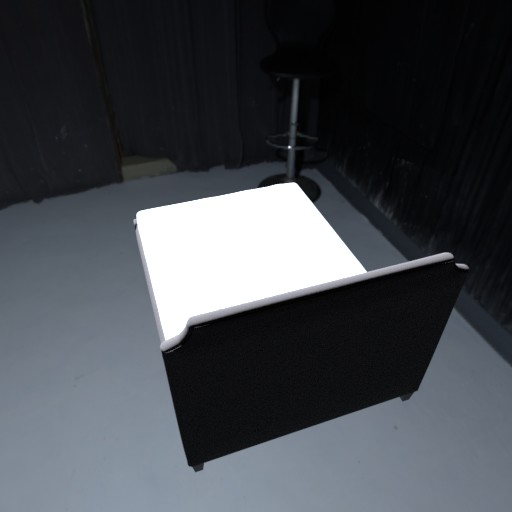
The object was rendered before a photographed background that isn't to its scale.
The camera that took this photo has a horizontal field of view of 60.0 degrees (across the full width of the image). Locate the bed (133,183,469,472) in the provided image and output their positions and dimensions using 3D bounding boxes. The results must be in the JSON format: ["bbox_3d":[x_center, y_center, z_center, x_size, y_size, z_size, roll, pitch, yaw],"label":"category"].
[{"bbox_3d":[0.000,0.000,3.441,1.713,1.443,2.372,-13,42,-14],"label":"bed"}]
